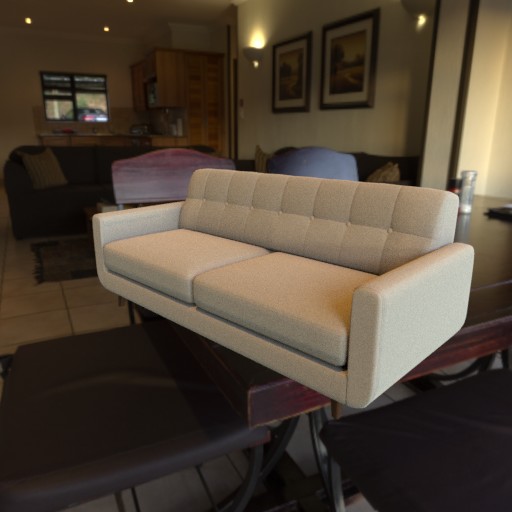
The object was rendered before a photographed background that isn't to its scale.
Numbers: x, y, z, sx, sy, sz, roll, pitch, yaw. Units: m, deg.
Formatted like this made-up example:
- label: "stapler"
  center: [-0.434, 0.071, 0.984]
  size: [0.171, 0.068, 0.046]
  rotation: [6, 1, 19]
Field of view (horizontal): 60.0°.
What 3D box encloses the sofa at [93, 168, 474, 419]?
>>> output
- label: "sofa"
  center: [0.000, 0.000, 2.606]
  size: [2.137, 0.892, 0.980]
  rotation: [15, 21, 42]
